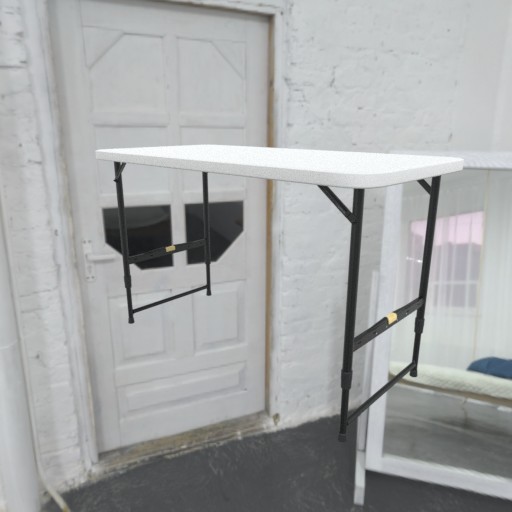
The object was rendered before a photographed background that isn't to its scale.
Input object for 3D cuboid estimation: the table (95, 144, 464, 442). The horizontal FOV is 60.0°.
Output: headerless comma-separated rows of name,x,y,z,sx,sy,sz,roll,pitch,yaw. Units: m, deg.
table,0.000,0.000,1.629,1.219,0.737,0.610,15,23,41
